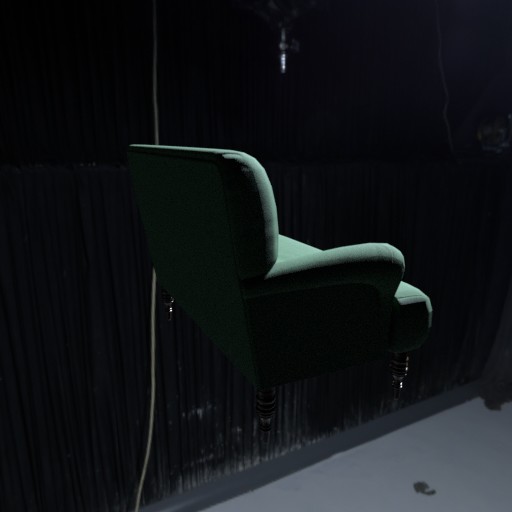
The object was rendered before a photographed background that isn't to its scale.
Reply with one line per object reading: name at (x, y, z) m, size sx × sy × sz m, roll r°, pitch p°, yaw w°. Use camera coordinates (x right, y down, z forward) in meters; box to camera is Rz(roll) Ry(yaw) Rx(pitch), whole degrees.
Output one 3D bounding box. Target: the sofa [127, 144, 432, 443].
sofa at (0.000, 0.000, 1.838) m, size 0.779 × 0.889 × 1.297 m, roll -7°, pitch 17°, yaw -26°
